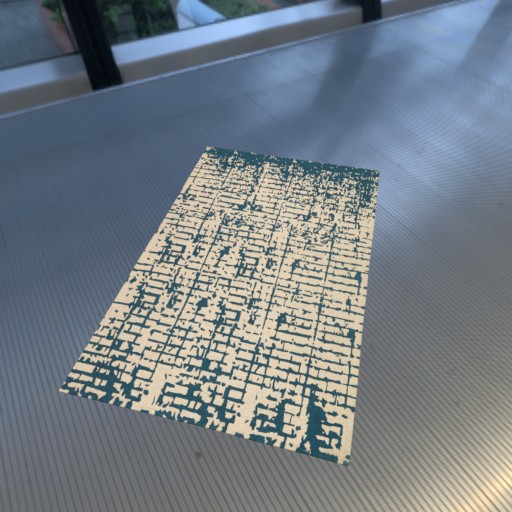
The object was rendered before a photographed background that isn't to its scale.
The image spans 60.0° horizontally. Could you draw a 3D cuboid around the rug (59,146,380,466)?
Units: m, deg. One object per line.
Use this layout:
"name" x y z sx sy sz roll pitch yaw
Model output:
"rug" 0.000 0.000 3.018 1.517 0.011 2.435 10 47 10
